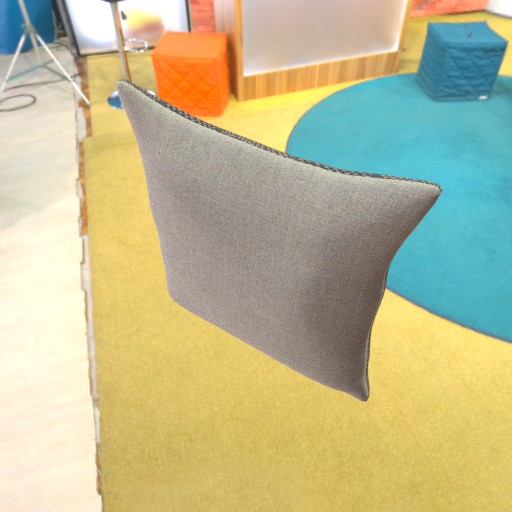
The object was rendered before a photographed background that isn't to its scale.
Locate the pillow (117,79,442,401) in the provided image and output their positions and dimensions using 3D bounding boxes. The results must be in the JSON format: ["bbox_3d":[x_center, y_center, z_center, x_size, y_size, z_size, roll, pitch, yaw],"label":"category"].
[{"bbox_3d":[0.000,0.000,0.656,0.435,0.432,0.138,26,50,23],"label":"pillow"}]
